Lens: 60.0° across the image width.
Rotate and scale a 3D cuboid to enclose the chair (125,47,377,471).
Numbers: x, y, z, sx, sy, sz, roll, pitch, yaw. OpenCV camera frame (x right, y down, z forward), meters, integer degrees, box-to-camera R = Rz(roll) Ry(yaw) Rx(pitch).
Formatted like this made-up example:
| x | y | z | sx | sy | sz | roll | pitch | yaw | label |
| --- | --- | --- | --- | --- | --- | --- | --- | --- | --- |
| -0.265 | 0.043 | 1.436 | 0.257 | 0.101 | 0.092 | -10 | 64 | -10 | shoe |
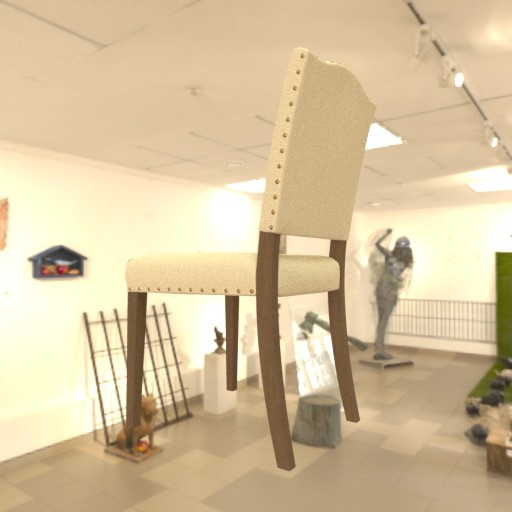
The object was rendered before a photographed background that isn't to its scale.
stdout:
| x | y | z | sx | sy | sz | roll | pitch | yaw | label |
| --- | --- | --- | --- | --- | --- | --- | --- | --- | --- |
| 0.000 | 0.000 | 1.353 | 0.619 | 1.015 | 0.508 | -1 | -1 | 36 | chair |
